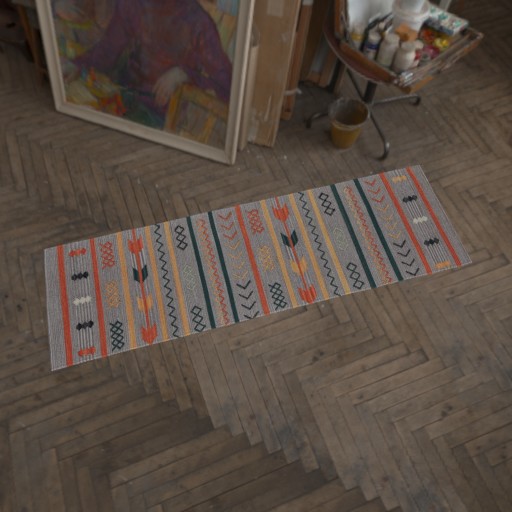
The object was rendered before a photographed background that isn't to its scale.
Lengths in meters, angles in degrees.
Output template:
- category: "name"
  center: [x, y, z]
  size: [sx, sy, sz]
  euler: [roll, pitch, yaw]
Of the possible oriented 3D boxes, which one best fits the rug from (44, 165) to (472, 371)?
- category: "rug"
  center: [0.000, 0.000, 2.610]
  size: [2.419, 0.022, 0.744]
  euler: [-14, 64, -7]
